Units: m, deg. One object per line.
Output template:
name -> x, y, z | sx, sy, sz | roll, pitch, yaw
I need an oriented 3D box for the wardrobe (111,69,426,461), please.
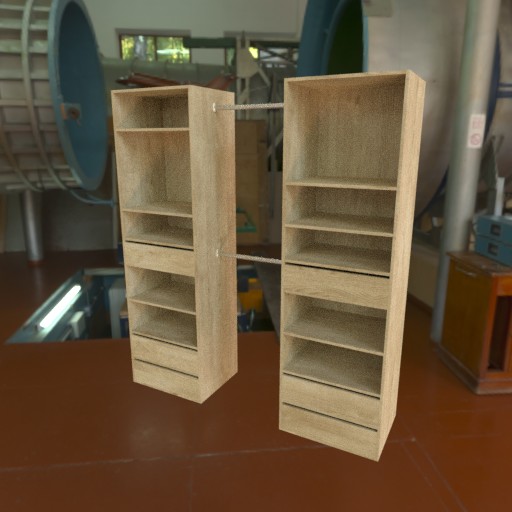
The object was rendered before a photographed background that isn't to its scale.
wardrobe -> 0.000, 0.000, 2.784 | 1.770, 2.000, 0.480 | 8, 16, 27
